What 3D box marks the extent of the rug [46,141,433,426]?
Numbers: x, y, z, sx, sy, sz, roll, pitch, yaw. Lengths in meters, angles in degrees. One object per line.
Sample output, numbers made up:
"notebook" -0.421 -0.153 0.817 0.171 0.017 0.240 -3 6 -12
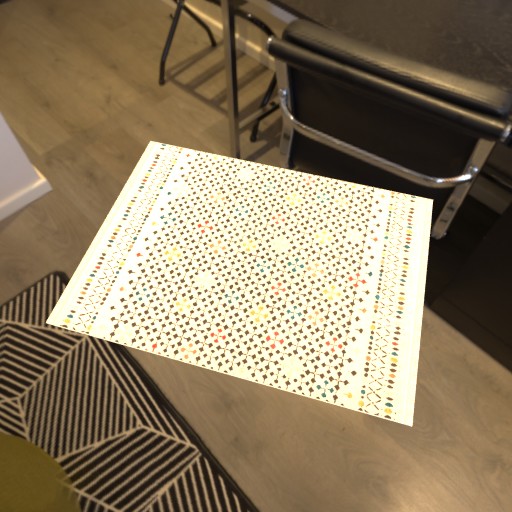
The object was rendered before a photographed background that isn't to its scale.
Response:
"rug" 0.000 0.000 2.088 1.556 0.006 1.146 13 59 8
